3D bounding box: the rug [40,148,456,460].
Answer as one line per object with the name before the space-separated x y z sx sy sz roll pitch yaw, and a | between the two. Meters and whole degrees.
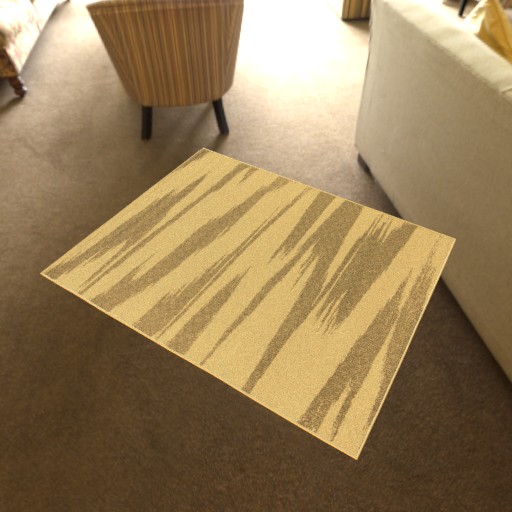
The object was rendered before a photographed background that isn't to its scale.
rug | 0.000 0.000 3.982 2.945 0.014 2.353 24 50 22
